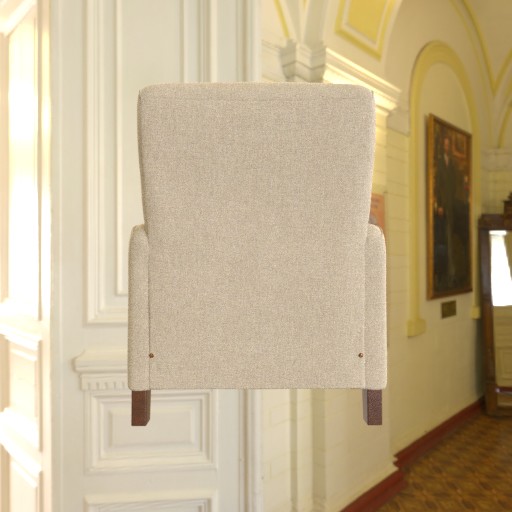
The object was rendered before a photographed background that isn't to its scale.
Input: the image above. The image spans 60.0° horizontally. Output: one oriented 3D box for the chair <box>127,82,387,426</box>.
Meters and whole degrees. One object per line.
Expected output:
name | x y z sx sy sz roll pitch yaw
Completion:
chair | 0.000 0.000 1.670 0.845 1.023 0.859 0 0 -1
